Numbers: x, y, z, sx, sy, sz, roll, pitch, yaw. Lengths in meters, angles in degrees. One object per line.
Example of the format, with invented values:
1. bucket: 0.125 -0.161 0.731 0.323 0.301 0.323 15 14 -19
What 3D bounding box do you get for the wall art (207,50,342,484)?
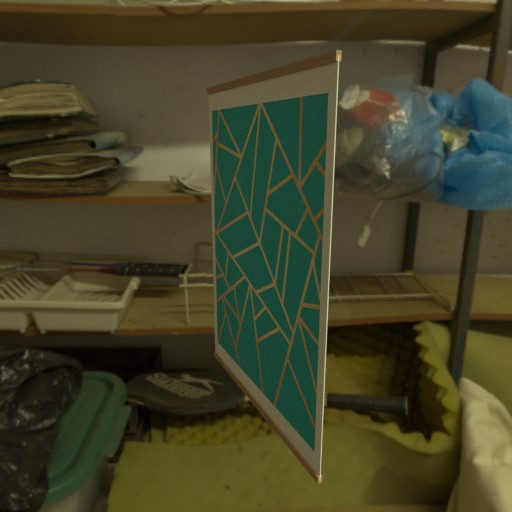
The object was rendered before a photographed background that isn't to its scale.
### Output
1. wall art: 0.000 0.000 1.330 0.013 1.016 0.758 -7 16 -25
